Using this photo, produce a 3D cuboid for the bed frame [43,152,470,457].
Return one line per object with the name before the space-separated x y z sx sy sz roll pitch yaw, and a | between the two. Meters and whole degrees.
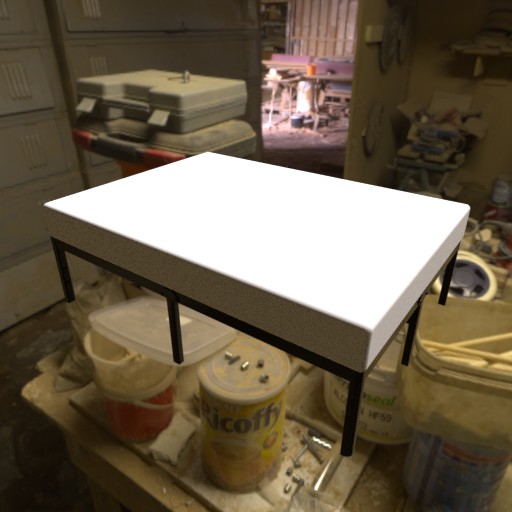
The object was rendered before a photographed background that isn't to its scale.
bed frame | 0.000 0.000 2.626 1.956 0.659 1.408 19 33 31
